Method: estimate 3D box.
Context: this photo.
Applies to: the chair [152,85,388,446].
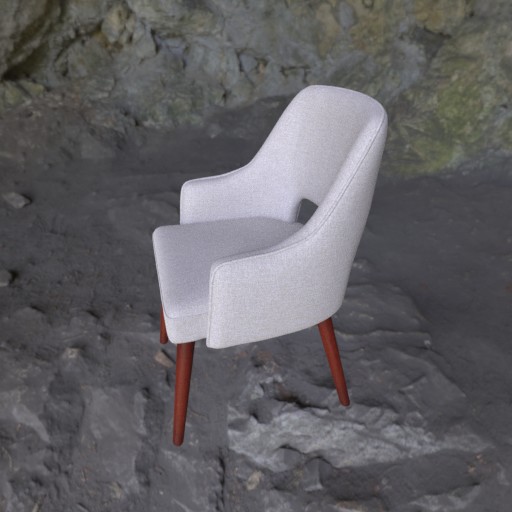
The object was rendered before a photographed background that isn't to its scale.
[{"bbox_3d":[0.000,0.000,1.232,0.580,0.840,0.560,-8,30,-13],"label":"chair"}]
